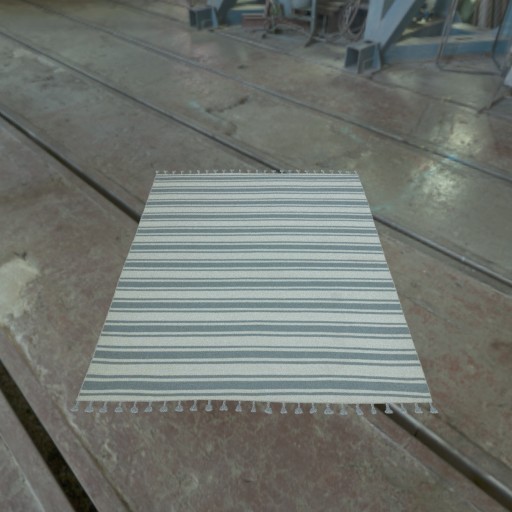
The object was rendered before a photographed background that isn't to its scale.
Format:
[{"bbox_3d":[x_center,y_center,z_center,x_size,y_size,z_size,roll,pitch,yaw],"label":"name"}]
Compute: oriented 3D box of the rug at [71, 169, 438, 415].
[{"bbox_3d":[0.000,0.000,4.141,2.439,0.005,3.201,0,41,0],"label":"rug"}]
